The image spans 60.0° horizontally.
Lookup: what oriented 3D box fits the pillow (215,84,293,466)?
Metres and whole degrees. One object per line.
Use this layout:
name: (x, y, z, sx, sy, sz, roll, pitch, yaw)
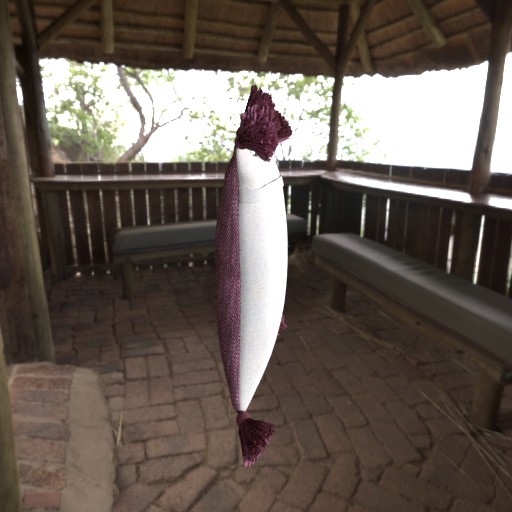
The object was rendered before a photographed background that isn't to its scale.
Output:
pillow: (0.000, 0.000, 0.974, 0.138, 0.659, 0.641, 2, 14, 7)
